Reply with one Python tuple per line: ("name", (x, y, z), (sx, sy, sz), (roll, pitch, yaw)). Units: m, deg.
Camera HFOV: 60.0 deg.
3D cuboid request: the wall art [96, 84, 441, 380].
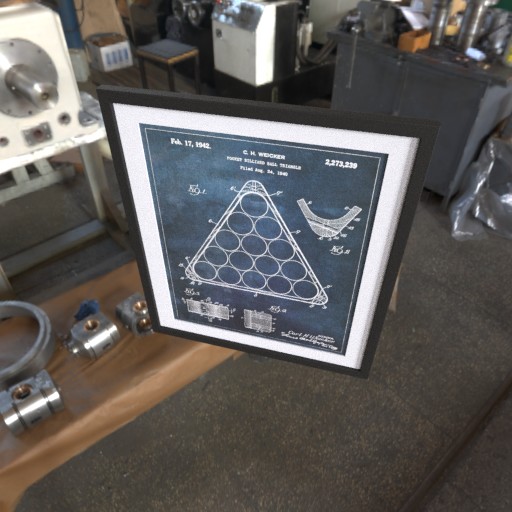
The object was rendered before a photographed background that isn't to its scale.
("wall art", (0.000, 0.000, 1.232), (0.755, 0.863, 0.028), (10, 42, 11))
